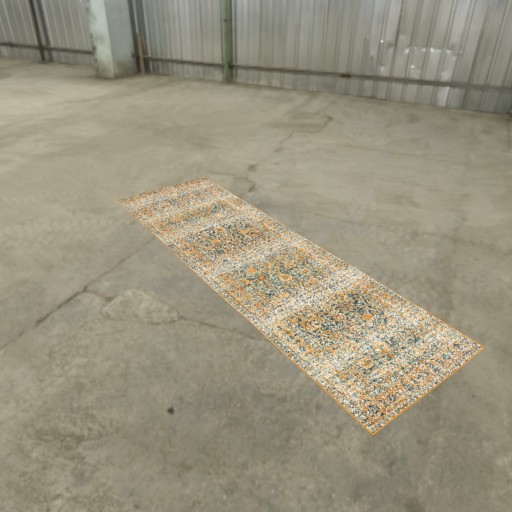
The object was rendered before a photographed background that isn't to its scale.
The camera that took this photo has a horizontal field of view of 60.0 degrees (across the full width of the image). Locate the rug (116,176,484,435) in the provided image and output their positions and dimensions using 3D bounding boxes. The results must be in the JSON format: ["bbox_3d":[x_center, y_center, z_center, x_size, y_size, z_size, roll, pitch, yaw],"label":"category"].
[{"bbox_3d":[0.000,0.000,2.465,0.704,0.014,2.294,-22,39,-30],"label":"rug"}]
